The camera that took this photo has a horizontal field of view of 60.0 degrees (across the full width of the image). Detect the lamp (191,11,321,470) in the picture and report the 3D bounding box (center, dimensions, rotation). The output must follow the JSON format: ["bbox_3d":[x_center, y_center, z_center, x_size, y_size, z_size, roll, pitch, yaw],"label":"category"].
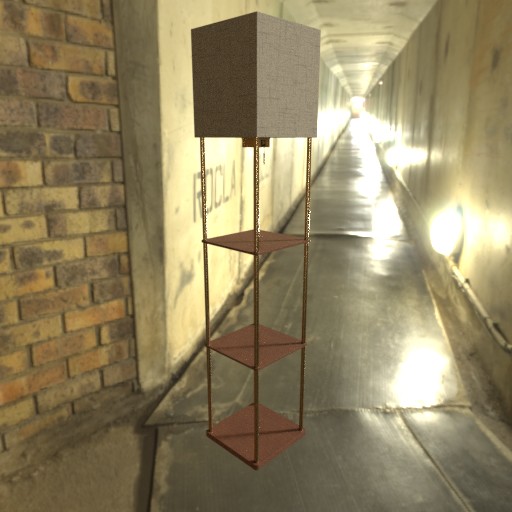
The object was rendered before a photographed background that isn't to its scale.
[{"bbox_3d":[0.000,0.000,1.684,0.308,1.569,0.310,14,20,42],"label":"lamp"}]
